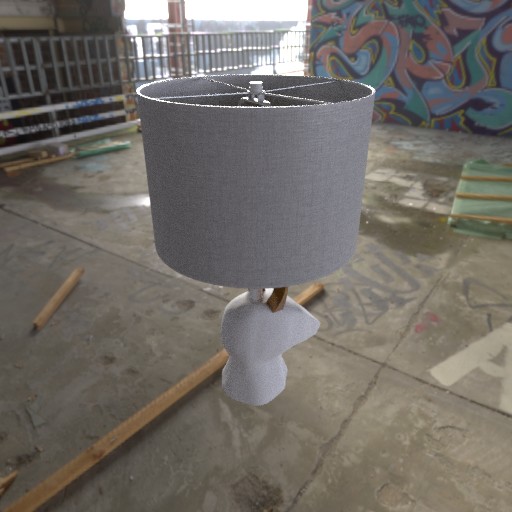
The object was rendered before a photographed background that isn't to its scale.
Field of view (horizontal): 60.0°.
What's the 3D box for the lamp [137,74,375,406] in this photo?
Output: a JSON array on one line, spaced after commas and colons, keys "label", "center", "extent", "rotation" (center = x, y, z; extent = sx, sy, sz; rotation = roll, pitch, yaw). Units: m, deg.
[{"label": "lamp", "center": [0.000, 0.000, 0.685], "extent": [0.298, 0.503, 0.298], "rotation": [-18, 33, -30]}]
